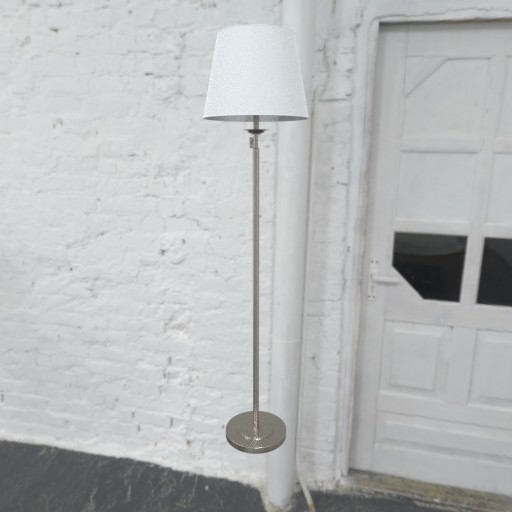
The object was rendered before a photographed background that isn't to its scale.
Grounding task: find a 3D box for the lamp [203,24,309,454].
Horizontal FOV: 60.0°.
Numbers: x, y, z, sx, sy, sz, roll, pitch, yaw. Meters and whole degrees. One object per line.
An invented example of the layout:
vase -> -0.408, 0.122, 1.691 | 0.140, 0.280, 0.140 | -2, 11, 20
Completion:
lamp -> 0.000, 0.000, 1.609 | 0.355, 1.473, 0.355 | 0, 14, 0
